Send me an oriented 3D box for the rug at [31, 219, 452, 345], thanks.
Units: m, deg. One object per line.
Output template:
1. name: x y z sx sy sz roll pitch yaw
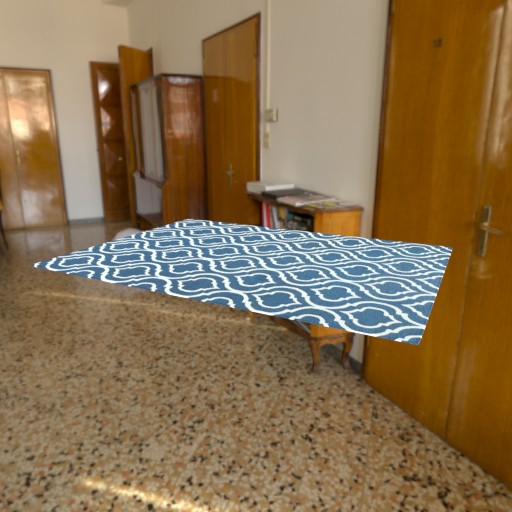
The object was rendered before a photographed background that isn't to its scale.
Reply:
1. rug: 0.000 0.000 4.315 3.353 0.010 2.438 8 18 26
